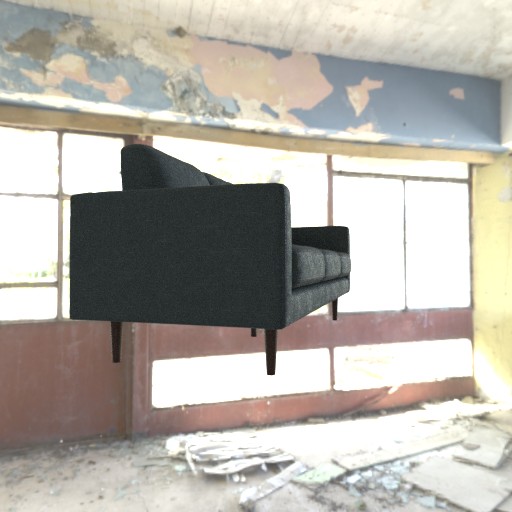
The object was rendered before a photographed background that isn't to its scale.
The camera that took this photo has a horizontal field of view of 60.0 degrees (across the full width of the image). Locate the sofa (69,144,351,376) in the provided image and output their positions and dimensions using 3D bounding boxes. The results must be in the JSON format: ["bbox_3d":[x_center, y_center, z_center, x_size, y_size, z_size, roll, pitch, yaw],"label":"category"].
[{"bbox_3d":[0.000,0.000,2.604,0.935,0.945,2.013,0,-1,18],"label":"sofa"}]
